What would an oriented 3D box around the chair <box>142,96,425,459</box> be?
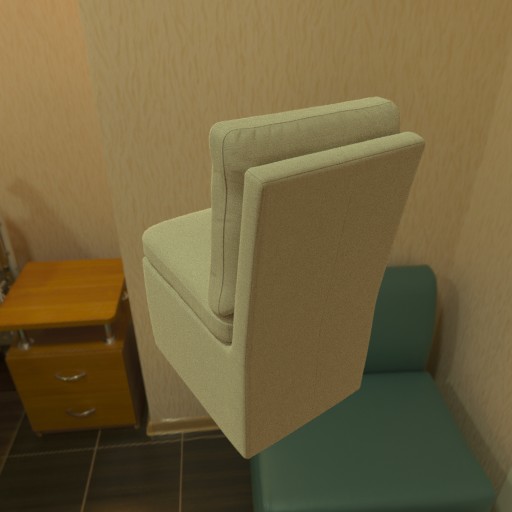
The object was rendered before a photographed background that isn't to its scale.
[{"bbox_3d":[0.000,0.000,1.332,0.503,0.927,0.698,-20,35,-30],"label":"chair"}]
